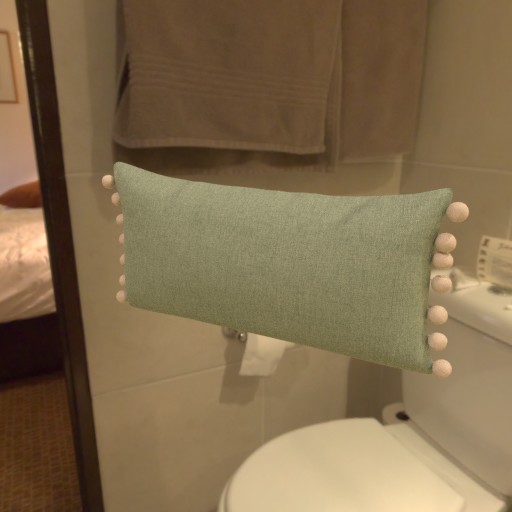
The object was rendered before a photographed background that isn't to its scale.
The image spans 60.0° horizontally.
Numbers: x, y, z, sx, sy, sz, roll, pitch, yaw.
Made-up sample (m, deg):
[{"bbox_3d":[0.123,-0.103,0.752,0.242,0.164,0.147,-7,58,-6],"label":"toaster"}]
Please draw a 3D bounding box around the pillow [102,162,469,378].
[{"bbox_3d":[0.000,0.000,0.828,0.709,0.322,0.201,8,19,26],"label":"pillow"}]
